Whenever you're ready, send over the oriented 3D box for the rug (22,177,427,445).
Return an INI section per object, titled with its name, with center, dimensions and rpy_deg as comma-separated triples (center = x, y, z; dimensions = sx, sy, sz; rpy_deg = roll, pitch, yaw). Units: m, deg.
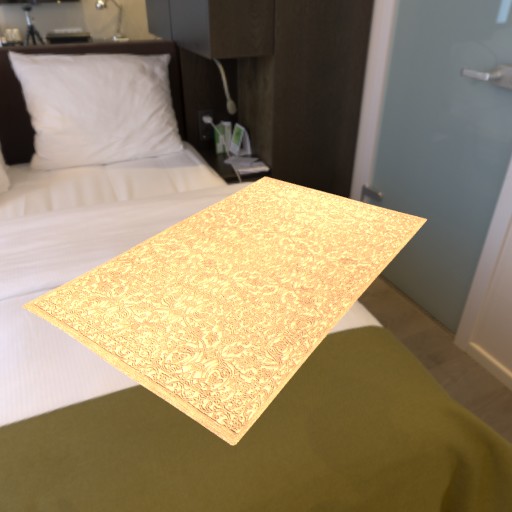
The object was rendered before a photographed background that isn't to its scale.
[rug]
center = 0.000, 0.000, 2.970
dimensions = 1.529, 0.012, 2.435
rpy_deg = 21, 37, 30
